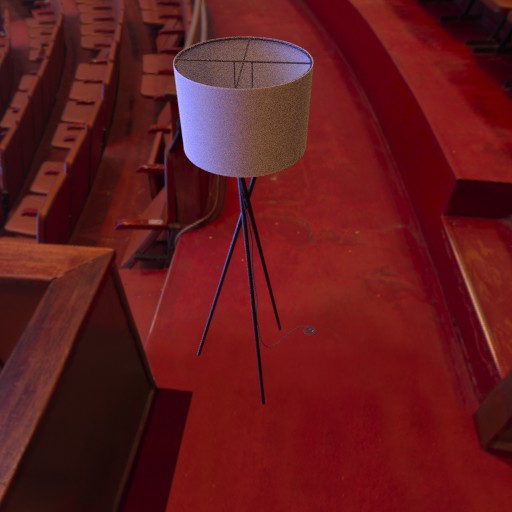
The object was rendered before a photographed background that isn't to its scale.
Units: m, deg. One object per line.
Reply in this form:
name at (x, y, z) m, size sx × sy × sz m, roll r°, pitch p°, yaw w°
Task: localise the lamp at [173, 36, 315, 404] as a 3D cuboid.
lamp at (0.000, 0.000, 1.911) m, size 0.667 × 1.624 × 0.522 m, roll 3°, pitch 44°, yaw 3°
